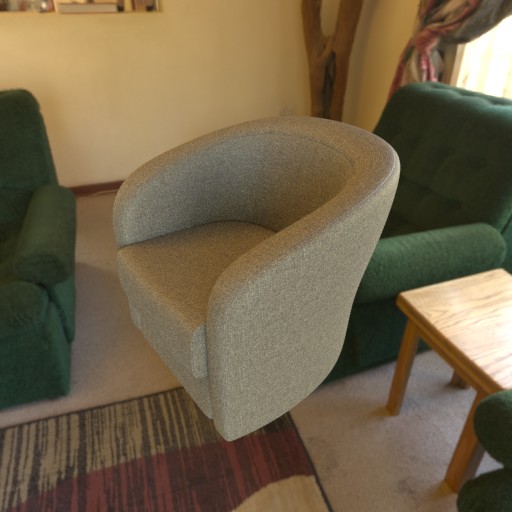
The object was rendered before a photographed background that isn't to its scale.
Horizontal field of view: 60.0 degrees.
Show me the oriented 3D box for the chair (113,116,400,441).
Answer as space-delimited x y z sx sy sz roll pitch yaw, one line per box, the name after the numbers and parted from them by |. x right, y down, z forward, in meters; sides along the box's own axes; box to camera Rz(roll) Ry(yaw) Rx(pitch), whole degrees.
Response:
0.000 0.000 1.498 0.815 0.771 0.791 -21 37 -31 | chair
